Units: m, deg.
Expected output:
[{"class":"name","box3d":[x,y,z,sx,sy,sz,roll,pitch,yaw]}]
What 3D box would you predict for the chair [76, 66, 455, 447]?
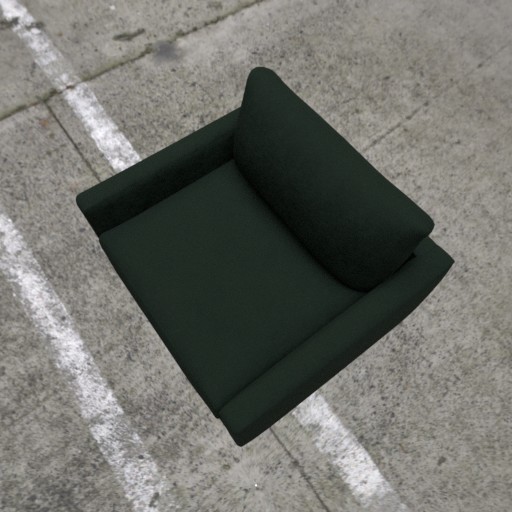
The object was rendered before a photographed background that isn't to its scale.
[{"class":"chair","box3d":[0.000,0.000,1.591,0.866,0.861,0.963,-34,68,-16]}]
